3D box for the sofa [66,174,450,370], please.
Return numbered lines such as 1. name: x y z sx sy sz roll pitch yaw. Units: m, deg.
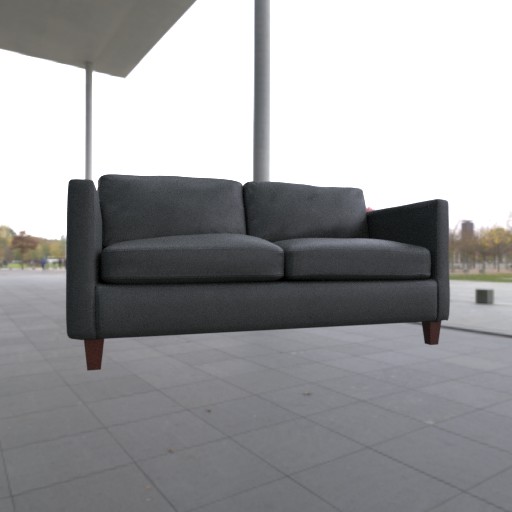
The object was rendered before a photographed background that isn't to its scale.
1. sofa: 0.000 0.000 2.458 1.883 0.933 0.951 0 -1 -19
